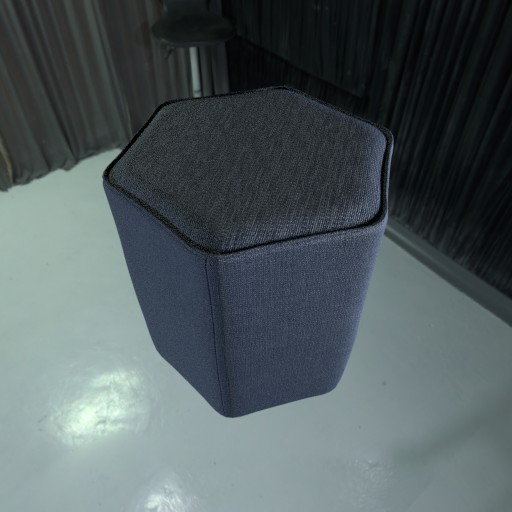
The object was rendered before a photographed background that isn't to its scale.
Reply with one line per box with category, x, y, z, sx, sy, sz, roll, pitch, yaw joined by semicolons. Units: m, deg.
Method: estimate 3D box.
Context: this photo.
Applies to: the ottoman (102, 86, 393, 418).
ottoman;0.000;0.000;0.893;0.454;0.505;0.492;-33;54;-27
